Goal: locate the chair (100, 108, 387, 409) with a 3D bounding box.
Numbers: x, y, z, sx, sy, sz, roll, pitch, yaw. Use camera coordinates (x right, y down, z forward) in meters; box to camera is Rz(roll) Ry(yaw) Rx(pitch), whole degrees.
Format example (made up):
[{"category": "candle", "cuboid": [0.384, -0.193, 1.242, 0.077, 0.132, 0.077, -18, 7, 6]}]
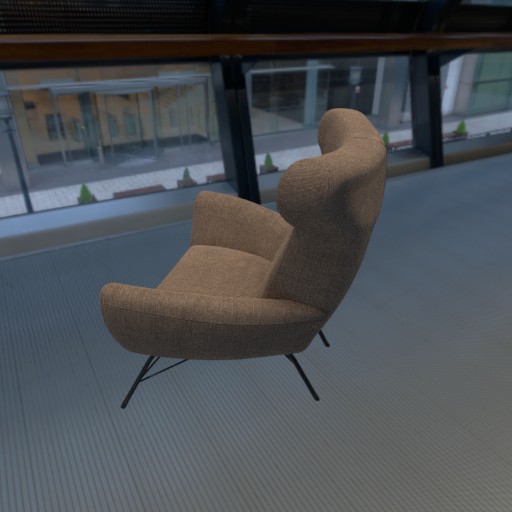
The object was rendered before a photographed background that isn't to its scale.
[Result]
[{"category": "chair", "cuboid": [0.000, 0.000, 1.754, 0.900, 1.040, 0.980, 7, 29, 12]}]
